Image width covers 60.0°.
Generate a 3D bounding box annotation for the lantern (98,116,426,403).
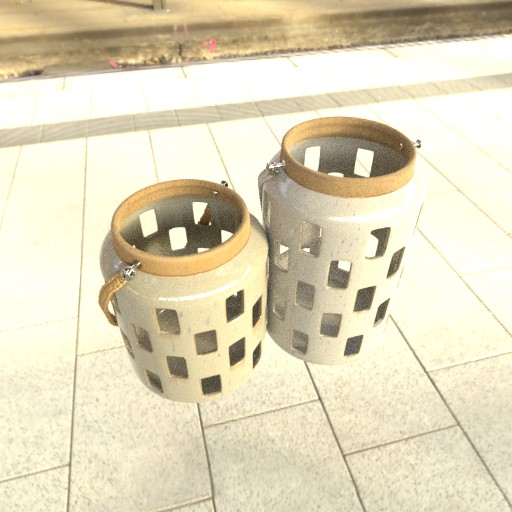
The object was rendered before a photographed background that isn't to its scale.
[{"bbox_3d":[0.000,0.000,0.497,0.347,0.255,0.184,-11,43,-12],"label":"lantern"}]
